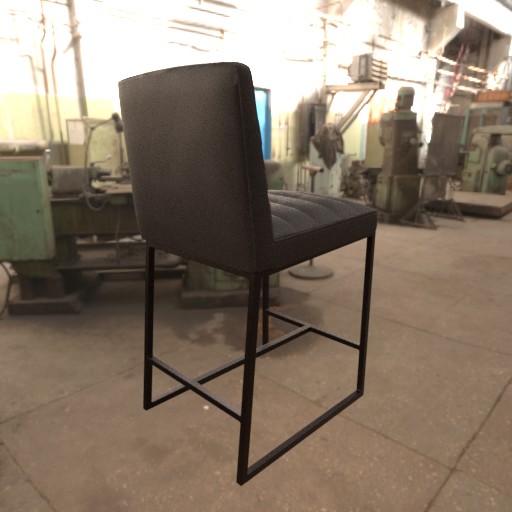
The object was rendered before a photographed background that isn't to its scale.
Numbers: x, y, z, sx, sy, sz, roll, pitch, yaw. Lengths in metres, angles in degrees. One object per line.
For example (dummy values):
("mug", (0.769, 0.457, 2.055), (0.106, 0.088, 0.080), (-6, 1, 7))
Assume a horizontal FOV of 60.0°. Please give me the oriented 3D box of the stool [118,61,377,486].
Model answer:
("stool", (0.000, 0.000, 1.258), (0.463, 0.946, 0.562), (15, 22, 43))
